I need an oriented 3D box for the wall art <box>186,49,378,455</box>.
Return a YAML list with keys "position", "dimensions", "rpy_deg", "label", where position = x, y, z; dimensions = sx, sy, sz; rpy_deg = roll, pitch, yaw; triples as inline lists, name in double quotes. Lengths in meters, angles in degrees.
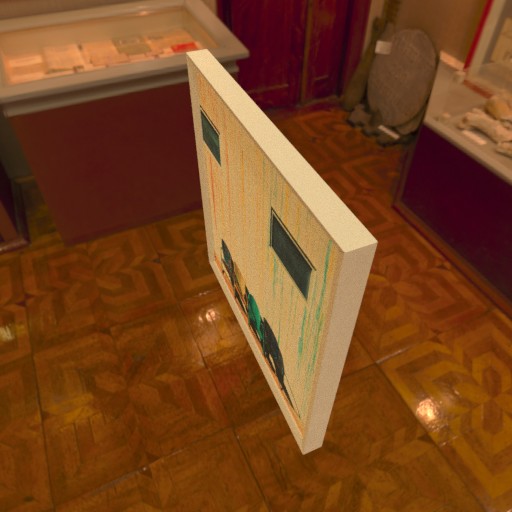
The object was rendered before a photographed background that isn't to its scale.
- position: [0.000, 0.000, 0.763]
  dimensions: [0.037, 0.508, 0.508]
  rpy_deg: [-17, 48, -16]
  label: "wall art"
